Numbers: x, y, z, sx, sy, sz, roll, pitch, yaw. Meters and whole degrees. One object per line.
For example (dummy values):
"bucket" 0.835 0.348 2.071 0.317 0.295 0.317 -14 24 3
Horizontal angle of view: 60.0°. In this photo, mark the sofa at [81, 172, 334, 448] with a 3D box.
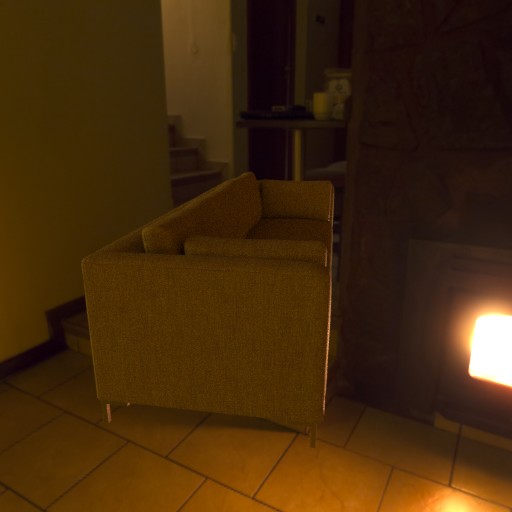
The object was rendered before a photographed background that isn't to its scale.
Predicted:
"sofa" 0.000 0.000 2.865 0.969 0.867 2.415 3 17 9
